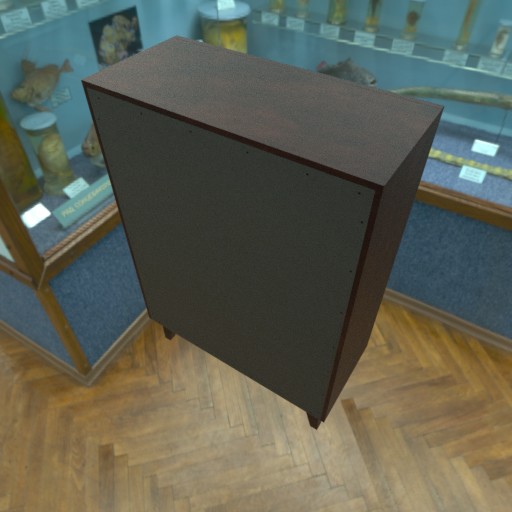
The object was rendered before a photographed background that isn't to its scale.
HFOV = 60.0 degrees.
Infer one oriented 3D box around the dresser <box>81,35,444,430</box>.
[{"bbox_3d":[0.000,0.000,1.966,1.072,1.514,0.506,25,51,23],"label":"dresser"}]
